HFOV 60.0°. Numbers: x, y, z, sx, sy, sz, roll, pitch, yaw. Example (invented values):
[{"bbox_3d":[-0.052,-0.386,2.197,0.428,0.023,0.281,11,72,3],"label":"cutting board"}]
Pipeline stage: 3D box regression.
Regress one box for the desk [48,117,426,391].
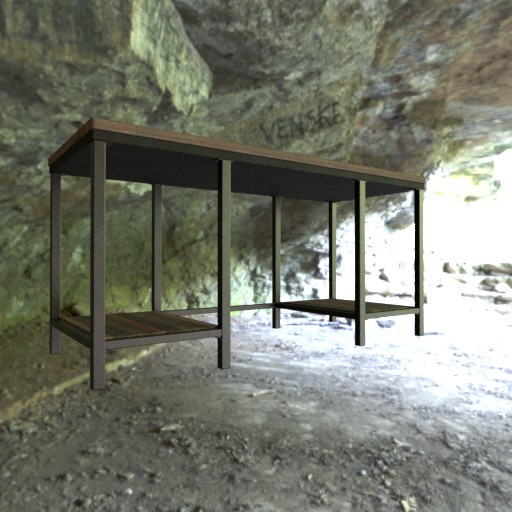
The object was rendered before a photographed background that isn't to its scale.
[{"bbox_3d":[0.000,0.000,1.908,1.538,0.753,0.617,0,-1,-35],"label":"desk"}]
